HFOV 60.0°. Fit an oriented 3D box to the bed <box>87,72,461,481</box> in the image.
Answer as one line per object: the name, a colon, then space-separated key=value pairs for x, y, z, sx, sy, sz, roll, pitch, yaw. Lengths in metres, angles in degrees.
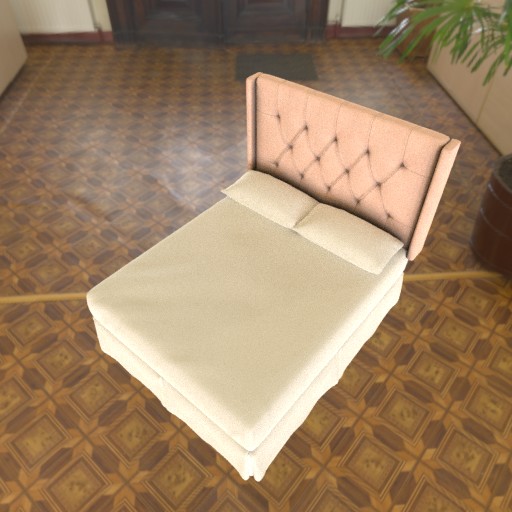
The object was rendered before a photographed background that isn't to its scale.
bed: x=0.000 y=0.000 z=3.254 sx=1.719 sy=1.665 sz=2.066 roll=31 pitch=52 yaw=27
